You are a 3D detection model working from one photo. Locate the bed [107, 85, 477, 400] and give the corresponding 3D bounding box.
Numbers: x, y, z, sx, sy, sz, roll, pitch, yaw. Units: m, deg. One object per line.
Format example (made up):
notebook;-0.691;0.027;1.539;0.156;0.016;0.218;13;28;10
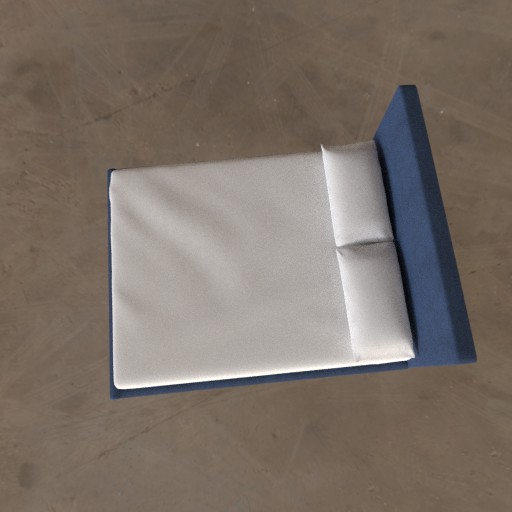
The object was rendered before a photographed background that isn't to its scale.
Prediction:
bed;0.000;0.000;3.078;2.172;1.231;1.723;-5;75;-1
